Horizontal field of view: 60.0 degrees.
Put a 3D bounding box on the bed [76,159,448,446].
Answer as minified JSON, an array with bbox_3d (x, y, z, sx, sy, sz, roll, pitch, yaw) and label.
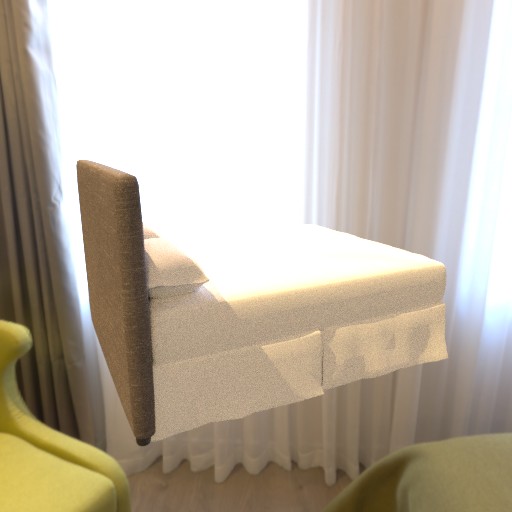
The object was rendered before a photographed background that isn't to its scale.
[{"bbox_3d":[0.000,0.000,3.123,2.142,1.330,1.723,-7,16,-26],"label":"bed"}]
